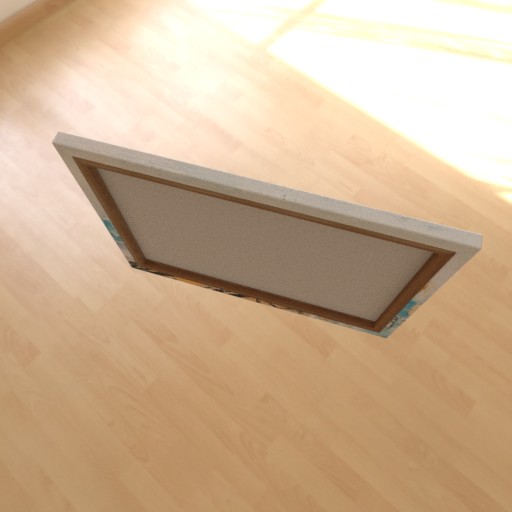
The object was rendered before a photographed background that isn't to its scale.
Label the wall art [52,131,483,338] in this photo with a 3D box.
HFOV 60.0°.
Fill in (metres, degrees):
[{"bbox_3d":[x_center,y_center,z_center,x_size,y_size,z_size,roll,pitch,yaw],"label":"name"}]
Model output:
[{"bbox_3d":[0.000,0.000,1.357,1.016,0.762,0.038,15,66,7],"label":"wall art"}]
